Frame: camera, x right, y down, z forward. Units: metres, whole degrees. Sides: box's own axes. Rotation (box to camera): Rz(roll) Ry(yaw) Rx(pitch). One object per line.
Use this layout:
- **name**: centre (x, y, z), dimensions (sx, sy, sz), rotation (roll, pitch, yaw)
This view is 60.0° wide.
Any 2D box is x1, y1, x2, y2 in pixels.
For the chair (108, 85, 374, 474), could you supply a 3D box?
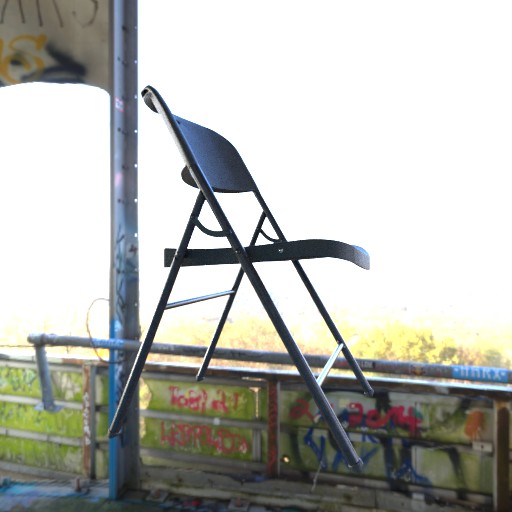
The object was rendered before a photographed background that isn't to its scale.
- **chair**: centre (0.000, 0.000, 1.136), dimensions (0.567, 0.810, 0.494), rotation (0, 0, 17)
